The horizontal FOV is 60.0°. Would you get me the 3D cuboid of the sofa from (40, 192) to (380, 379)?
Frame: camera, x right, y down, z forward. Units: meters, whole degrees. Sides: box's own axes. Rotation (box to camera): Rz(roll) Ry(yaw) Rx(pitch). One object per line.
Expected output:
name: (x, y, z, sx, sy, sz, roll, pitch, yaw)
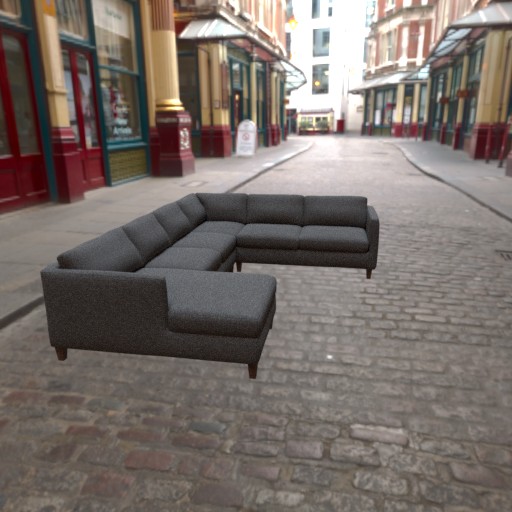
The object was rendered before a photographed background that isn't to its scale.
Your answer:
sofa: (0.000, 0.000, 4.456, 2.551, 0.853, 3.238, 3, 16, 9)
